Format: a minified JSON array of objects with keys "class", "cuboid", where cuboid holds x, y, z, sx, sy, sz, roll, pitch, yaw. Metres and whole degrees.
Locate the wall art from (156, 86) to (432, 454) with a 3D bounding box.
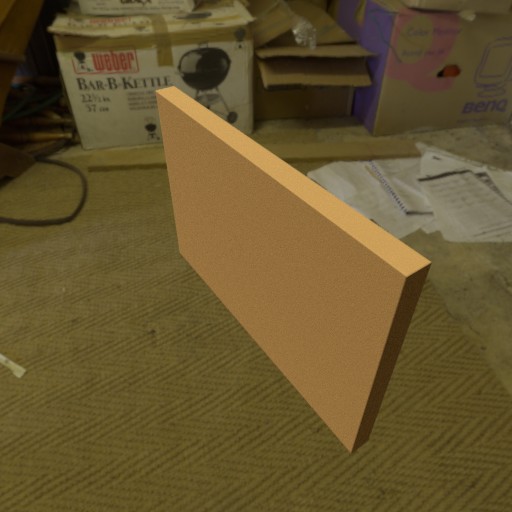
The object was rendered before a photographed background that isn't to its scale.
[{"class":"wall art","cuboid":[0.000,0.000,0.791,0.039,0.407,0.609,-25,47,-25]}]
